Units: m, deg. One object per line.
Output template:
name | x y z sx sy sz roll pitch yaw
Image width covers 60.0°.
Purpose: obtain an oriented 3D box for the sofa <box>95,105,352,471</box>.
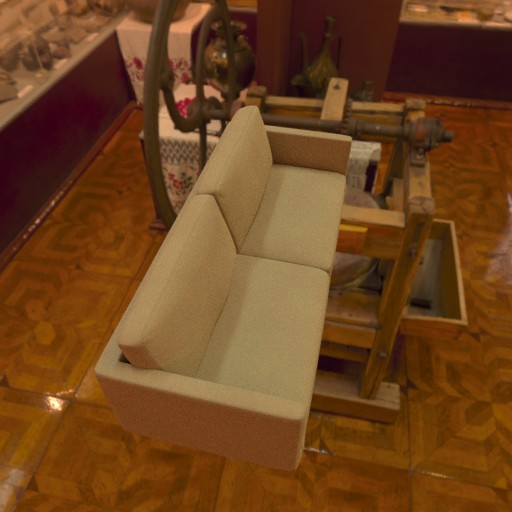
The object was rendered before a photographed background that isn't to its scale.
sofa | 0.000 0.000 2.717 0.948 0.932 2.181 10 47 9
